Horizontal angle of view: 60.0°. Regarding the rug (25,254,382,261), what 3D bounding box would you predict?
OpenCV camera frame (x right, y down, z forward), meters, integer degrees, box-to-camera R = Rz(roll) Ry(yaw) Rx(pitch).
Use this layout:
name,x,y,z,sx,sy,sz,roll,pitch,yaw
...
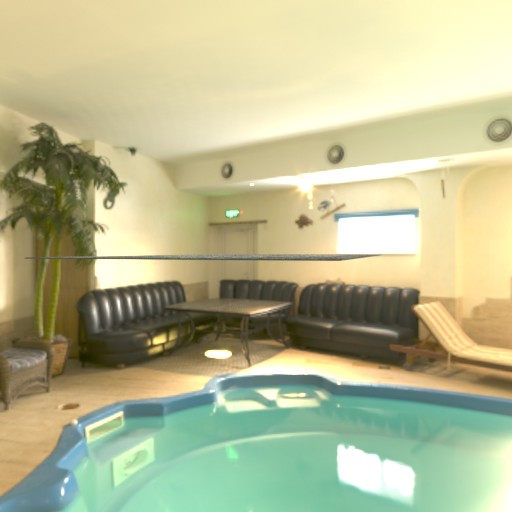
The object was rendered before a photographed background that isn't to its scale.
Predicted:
name,x,y,z,sx,sy,sz,roll,pitch,yaw
rug,0.000,0.000,3.043,1.525,0.007,2.440,0,1,19
